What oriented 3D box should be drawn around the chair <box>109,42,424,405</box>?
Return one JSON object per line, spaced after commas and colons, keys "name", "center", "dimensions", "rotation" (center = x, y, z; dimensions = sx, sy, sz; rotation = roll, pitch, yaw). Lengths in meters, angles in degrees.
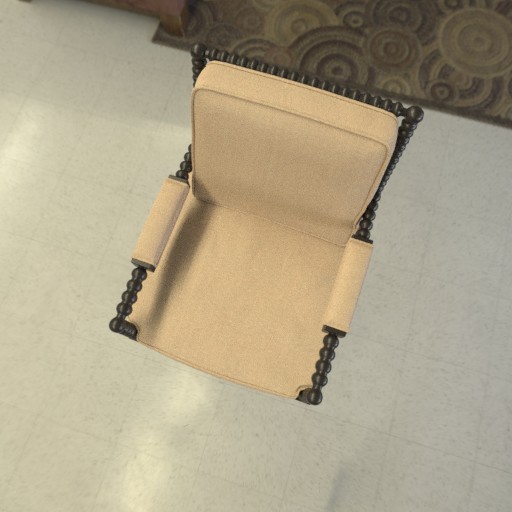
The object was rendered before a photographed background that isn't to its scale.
{"name": "chair", "center": [0.000, 0.000, 1.185], "dimensions": [0.555, 0.703, 0.657], "rotation": [19, 75, 5]}
